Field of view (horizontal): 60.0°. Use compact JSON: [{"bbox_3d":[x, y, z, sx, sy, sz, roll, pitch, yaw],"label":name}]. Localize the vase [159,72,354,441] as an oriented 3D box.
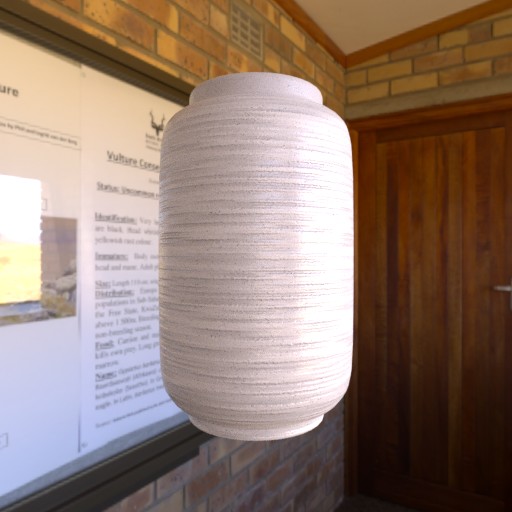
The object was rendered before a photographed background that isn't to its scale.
[{"bbox_3d":[0.000,0.000,0.470,0.202,0.335,0.202,0,0,0],"label":"vase"}]
